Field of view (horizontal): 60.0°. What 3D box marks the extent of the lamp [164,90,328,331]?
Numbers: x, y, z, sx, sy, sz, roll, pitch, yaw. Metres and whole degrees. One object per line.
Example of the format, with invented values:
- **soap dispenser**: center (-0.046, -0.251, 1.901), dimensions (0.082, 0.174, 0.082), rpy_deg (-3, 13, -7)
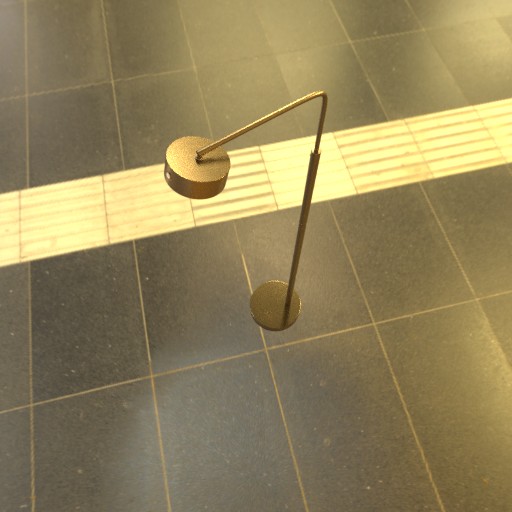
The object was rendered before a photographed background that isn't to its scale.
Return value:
- **lamp**: center (0.000, 0.000, 1.371), dimensions (0.418, 1.230, 0.219), rpy_deg (-30, 67, -14)
